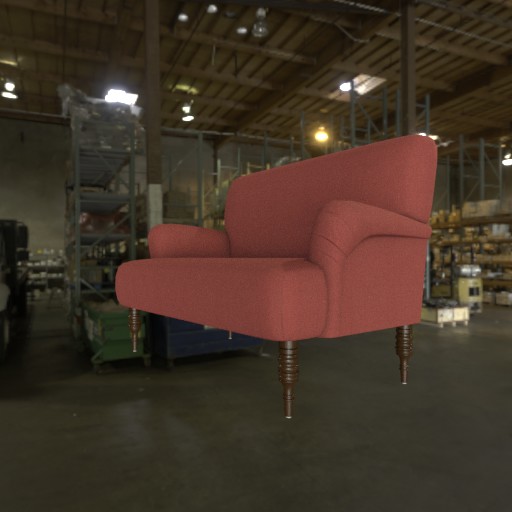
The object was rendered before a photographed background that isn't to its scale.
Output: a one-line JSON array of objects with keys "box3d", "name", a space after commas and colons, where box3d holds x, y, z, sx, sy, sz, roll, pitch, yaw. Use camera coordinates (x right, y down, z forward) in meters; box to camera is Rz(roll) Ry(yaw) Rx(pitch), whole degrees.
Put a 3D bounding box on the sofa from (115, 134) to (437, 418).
[{"box3d": [0.000, 0.000, 1.831, 0.779, 0.889, 1.297, 0, 0, -37], "name": "sofa"}]
